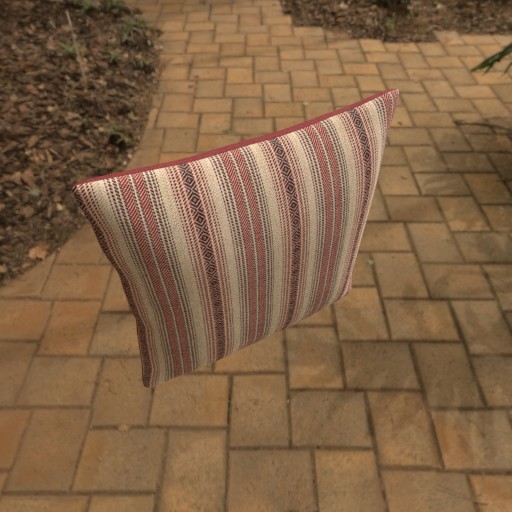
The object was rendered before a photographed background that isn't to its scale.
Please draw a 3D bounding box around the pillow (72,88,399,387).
[{"bbox_3d":[0.000,0.000,0.788,0.513,0.497,0.166,-22,51,-19],"label":"pillow"}]
